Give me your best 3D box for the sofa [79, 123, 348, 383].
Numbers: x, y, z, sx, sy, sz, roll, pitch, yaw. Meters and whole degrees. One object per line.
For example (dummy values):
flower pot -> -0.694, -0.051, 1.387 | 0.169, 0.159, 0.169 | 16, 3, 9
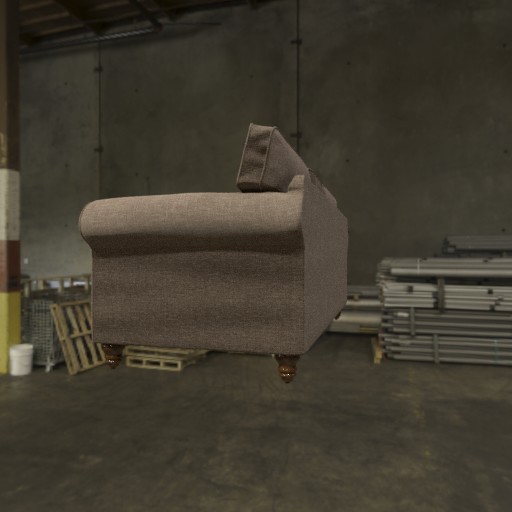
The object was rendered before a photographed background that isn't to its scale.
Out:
sofa -> 0.000, 0.000, 2.620 | 0.916, 0.961, 2.084 | 0, 0, 16
